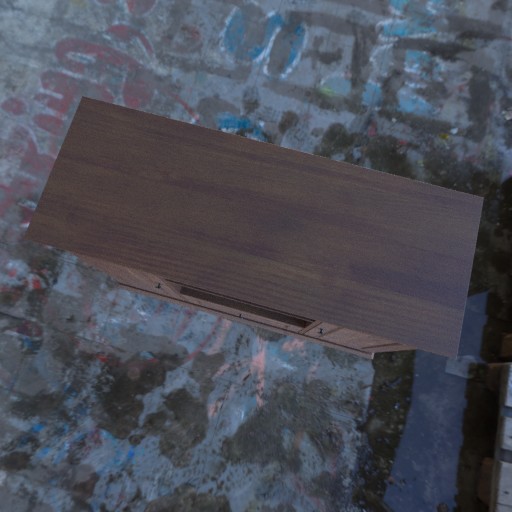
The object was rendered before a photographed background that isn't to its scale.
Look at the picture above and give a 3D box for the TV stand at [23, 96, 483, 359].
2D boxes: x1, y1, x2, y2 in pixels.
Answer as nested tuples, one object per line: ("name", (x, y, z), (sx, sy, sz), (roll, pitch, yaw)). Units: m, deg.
("TV stand", (0.000, 0.000, 1.489), (1.067, 0.813, 0.406), (15, 77, 4))
